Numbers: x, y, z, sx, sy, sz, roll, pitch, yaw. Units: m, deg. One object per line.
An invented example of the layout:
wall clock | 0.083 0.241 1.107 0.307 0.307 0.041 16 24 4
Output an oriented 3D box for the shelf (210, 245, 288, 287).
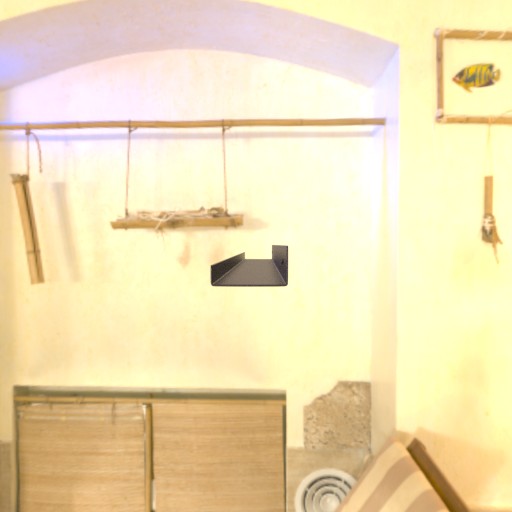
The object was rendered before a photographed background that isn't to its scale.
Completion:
shelf | 0.000 0.000 0.985 0.092 0.049 0.924 0 1 1
